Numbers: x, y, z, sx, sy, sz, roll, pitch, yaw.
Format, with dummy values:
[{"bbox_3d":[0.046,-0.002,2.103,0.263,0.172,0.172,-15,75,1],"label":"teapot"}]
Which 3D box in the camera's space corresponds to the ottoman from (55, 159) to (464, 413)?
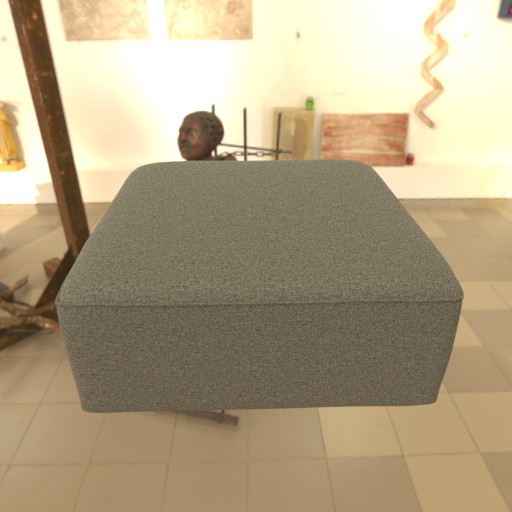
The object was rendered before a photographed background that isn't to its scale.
[{"bbox_3d":[0.000,0.000,1.565,1.005,0.464,1.015,-1,30,-2],"label":"ottoman"}]
